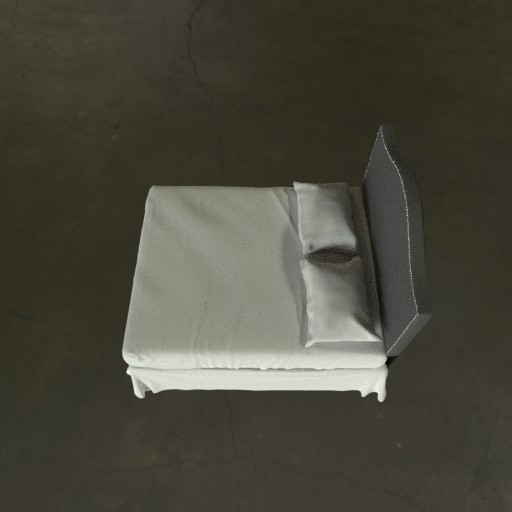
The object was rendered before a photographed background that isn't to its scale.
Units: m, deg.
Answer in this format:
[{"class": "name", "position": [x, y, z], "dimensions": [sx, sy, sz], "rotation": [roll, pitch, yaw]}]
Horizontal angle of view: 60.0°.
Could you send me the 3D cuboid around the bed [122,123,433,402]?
[{"class": "bed", "position": [0.000, 0.000, 3.504], "dimensions": [2.221, 1.645, 1.876], "rotation": [0, 59, 0]}]
